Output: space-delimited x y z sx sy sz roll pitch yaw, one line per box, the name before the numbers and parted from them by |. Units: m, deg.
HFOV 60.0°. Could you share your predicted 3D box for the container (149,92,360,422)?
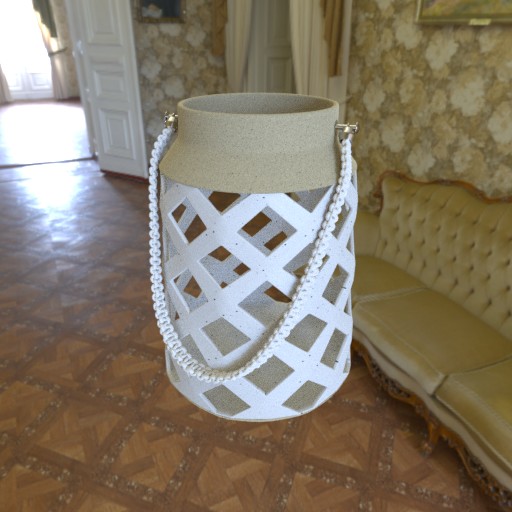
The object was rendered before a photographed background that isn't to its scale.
container | 0.000 0.000 0.347 0.163 0.229 0.172 8 28 16
